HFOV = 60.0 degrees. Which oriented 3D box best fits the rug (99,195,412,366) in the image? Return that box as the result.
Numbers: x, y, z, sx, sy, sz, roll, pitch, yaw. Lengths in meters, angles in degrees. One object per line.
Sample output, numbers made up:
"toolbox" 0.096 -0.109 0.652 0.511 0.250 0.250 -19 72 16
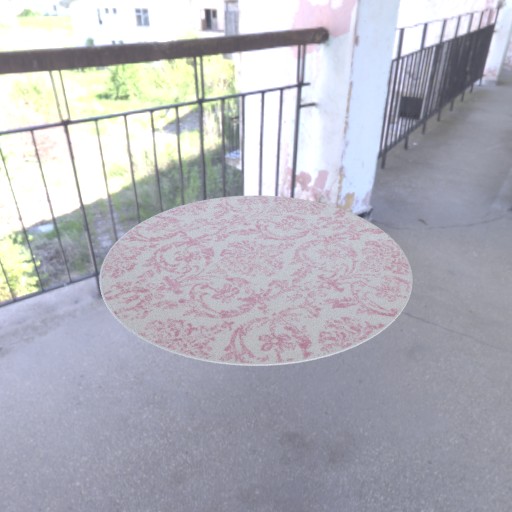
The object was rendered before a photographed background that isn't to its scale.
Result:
"rug" 0.000 0.000 2.356 1.593 0.012 1.593 0 31 0
